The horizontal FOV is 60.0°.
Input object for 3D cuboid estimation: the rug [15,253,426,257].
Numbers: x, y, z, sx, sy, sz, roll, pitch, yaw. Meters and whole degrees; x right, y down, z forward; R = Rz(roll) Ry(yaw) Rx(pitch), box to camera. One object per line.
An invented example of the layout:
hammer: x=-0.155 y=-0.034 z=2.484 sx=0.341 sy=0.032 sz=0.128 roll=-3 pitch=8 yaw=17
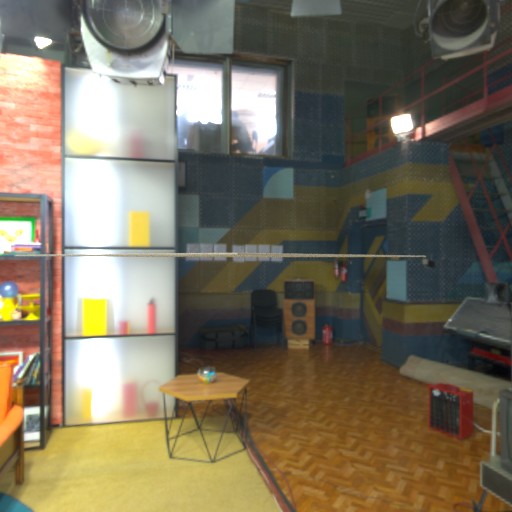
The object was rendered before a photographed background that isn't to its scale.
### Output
rug: x=0.000 y=0.000 z=2.163 sx=1.143 sy=0.006 sz=1.747 roll=0 pitch=0 yaw=36
